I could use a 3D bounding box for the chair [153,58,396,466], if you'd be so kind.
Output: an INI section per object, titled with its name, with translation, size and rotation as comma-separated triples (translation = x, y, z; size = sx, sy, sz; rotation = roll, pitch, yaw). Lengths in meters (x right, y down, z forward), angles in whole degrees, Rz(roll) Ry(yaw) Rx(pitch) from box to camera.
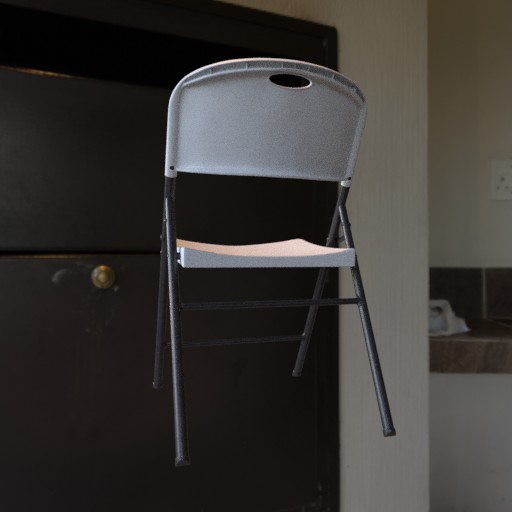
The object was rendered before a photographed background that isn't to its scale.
[chair]
translation = 0.000, 0.000, 1.174
size = 0.494, 0.810, 0.566
rotation = 0, 0, -18
